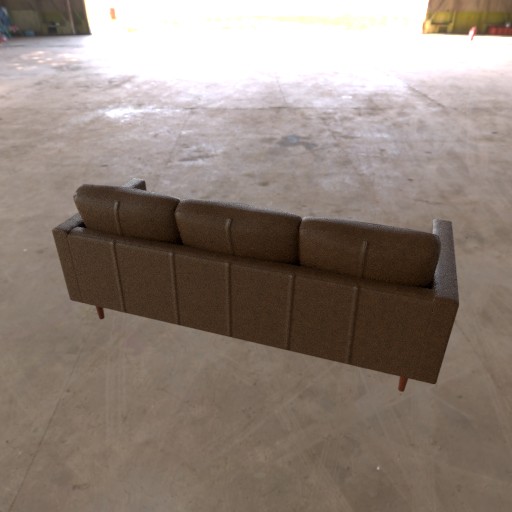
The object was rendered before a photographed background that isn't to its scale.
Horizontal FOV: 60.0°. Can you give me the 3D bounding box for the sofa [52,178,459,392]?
[{"bbox_3d":[0.000,0.000,2.765,2.231,0.930,0.903,10,32,16],"label":"sofa"}]
